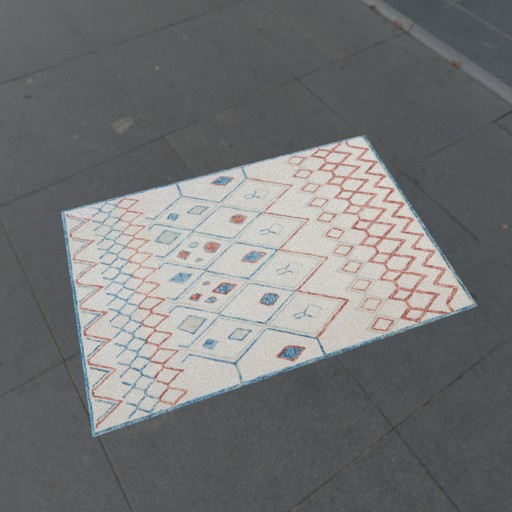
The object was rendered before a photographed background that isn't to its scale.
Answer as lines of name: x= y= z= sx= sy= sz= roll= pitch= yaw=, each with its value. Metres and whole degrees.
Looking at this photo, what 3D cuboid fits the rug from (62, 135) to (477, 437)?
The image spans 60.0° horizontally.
rug: x=0.000 y=0.000 z=2.273 sx=1.829 sy=0.016 sz=1.219 roll=-16 pitch=60 yaw=-10
